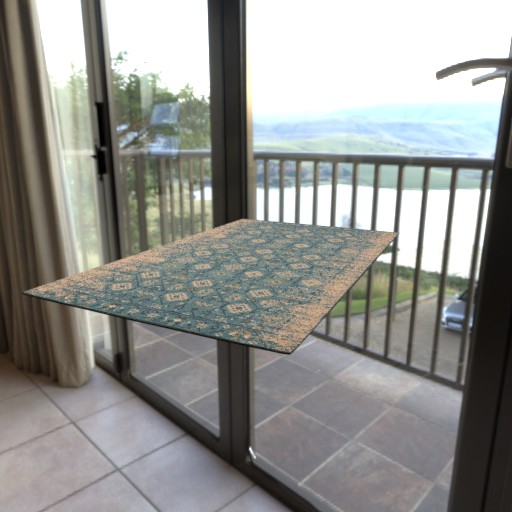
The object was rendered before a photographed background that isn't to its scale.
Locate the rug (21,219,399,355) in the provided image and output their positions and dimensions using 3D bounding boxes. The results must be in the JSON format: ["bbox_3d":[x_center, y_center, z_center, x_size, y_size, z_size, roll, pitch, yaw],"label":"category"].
[{"bbox_3d":[0.000,0.000,2.204,1.102,0.008,1.795,7,17,26],"label":"rug"}]
